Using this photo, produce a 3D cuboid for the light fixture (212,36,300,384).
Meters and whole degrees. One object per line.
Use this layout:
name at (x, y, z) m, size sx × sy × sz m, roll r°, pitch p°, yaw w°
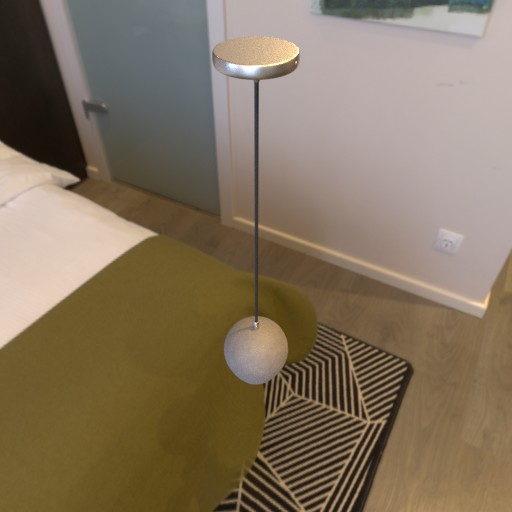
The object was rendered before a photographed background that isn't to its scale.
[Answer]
light fixture at (0.000, 0.000, 0.858) m, size 0.153 × 0.760 × 0.153 m, roll -1°, pitch 43°, yaw -1°
